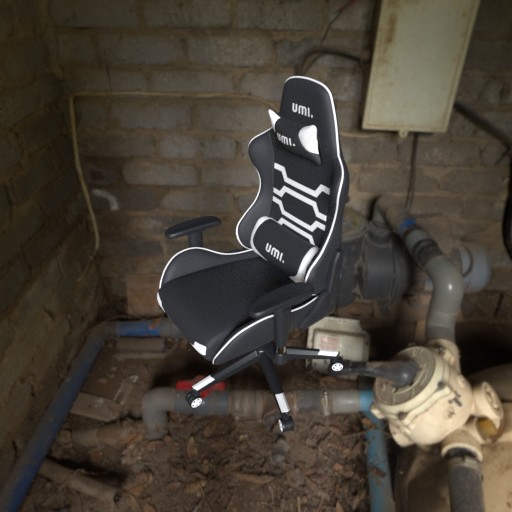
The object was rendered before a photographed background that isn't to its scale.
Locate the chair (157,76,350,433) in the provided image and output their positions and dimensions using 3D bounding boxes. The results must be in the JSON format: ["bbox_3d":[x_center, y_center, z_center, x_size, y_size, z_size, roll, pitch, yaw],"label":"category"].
[{"bbox_3d":[0.000,0.000,1.688,0.700,1.240,0.700,-21,38,-29],"label":"chair"}]
